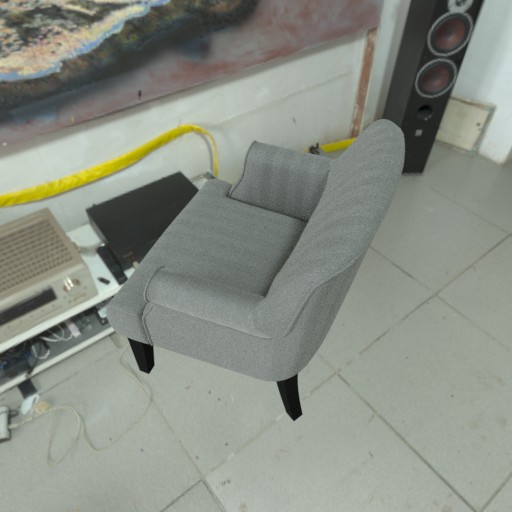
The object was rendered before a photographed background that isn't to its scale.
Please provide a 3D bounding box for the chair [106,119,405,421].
[{"bbox_3d":[0.000,0.000,1.480,0.755,0.880,0.772,17,49,15],"label":"chair"}]
